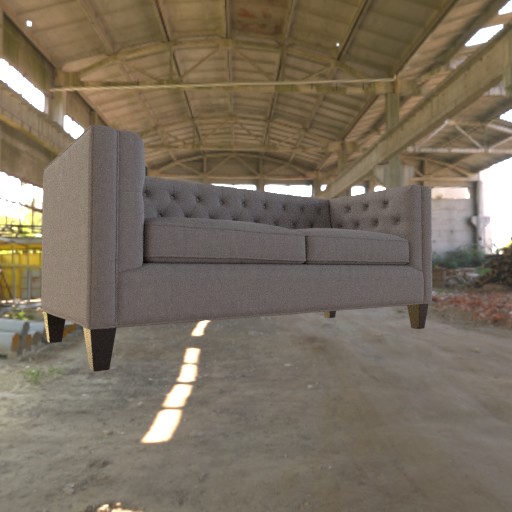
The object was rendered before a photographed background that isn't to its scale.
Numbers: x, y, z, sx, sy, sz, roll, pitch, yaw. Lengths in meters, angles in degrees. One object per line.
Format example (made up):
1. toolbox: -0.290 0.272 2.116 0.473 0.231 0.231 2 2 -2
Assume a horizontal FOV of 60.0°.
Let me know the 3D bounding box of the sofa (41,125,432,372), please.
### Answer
1. sofa: 0.000 0.000 2.158 1.778 0.762 0.775 1 -2 -36
